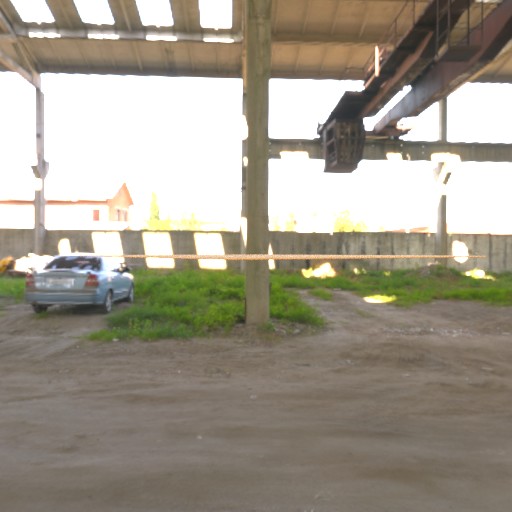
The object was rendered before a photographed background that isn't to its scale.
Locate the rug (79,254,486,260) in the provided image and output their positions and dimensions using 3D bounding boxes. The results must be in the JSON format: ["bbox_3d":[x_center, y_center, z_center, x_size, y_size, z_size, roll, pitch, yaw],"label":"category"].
[{"bbox_3d":[0.000,0.000,4.131,2.439,0.013,3.048,0,1,-36],"label":"rug"}]
